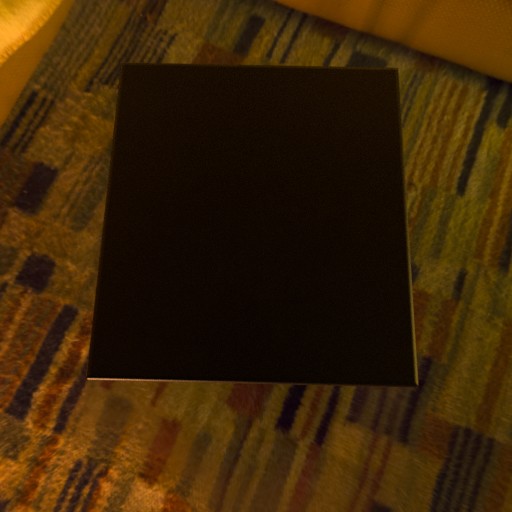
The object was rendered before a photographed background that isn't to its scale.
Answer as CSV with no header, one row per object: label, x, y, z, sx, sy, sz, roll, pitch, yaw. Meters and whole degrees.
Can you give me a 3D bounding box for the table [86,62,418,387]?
table,0.000,0.000,0.917,0.442,0.565,0.488,1,76,0
